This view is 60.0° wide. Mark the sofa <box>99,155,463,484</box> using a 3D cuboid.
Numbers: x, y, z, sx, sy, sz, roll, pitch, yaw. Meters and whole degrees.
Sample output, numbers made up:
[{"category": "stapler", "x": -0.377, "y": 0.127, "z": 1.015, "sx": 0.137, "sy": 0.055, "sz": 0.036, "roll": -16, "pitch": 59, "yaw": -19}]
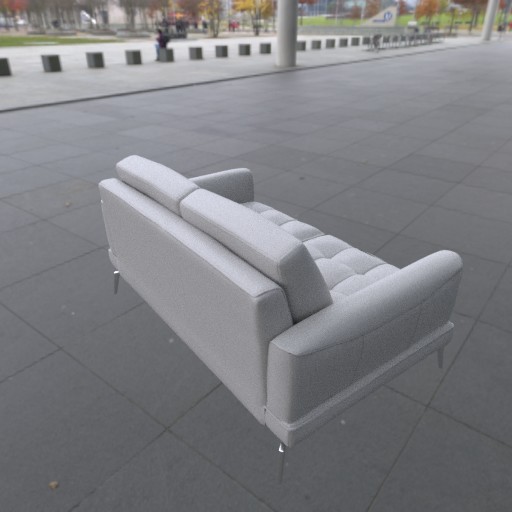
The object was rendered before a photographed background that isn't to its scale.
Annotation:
[{"category": "sofa", "x": 0.000, "y": 0.000, "z": 2.408, "sx": 1.121, "sy": 0.930, "sz": 1.819, "roll": -19, "pitch": 34, "yaw": -32}]
